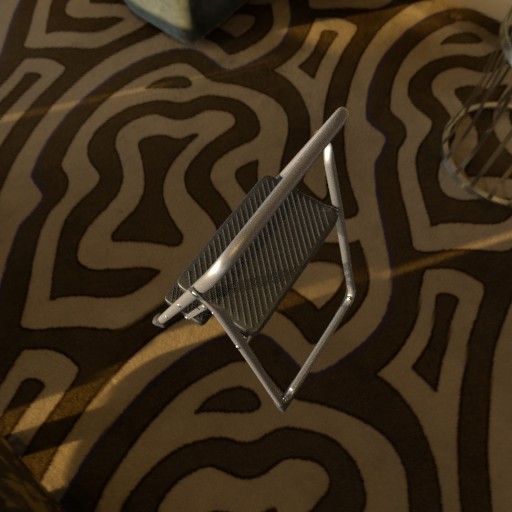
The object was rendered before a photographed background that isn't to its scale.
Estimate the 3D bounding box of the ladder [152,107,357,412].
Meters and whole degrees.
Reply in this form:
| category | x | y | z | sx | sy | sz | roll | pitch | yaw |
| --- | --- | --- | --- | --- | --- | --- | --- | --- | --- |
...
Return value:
| category | x | y | z | sx | sy | sz | roll | pitch | yaw |
| --- | --- | --- | --- | --- | --- | --- | --- | --- | --- |
| ladder | 0.000 | 0.000 | 1.026 | 0.472 | 0.720 | 0.430 | 32 | 68 | 14 |
